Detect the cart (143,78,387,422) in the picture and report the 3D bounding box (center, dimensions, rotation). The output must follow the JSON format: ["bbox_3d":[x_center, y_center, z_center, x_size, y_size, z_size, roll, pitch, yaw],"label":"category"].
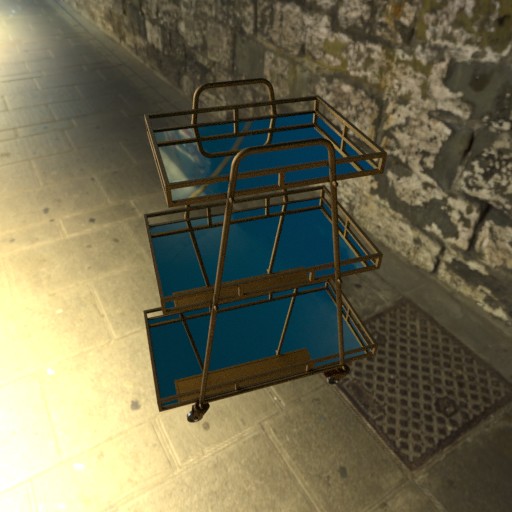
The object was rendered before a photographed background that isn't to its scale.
[{"bbox_3d":[0.000,0.000,1.299,0.711,0.883,0.441,-11,40,-13],"label":"cart"}]
